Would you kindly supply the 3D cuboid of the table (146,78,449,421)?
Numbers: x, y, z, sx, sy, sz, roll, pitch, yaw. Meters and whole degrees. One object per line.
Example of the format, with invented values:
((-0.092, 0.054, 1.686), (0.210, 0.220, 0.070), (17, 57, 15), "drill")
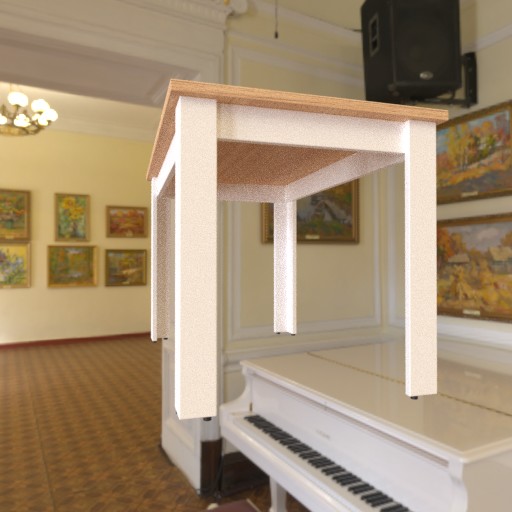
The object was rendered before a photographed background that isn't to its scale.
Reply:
((0.000, 0.000, 1.554), (0.700, 0.734, 1.100), (0, -1, -16), "table")
